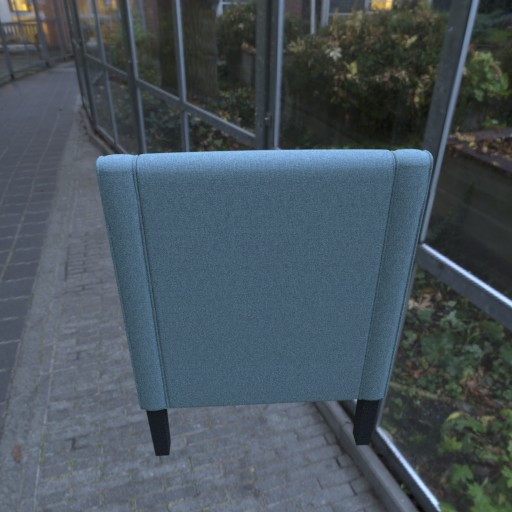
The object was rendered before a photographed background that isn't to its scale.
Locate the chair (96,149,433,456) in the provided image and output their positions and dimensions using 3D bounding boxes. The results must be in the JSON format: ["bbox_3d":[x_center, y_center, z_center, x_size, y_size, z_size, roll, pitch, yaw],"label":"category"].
[{"bbox_3d":[0.000,0.000,1.809,0.857,1.133,1.025,-2,30,-3],"label":"chair"}]
